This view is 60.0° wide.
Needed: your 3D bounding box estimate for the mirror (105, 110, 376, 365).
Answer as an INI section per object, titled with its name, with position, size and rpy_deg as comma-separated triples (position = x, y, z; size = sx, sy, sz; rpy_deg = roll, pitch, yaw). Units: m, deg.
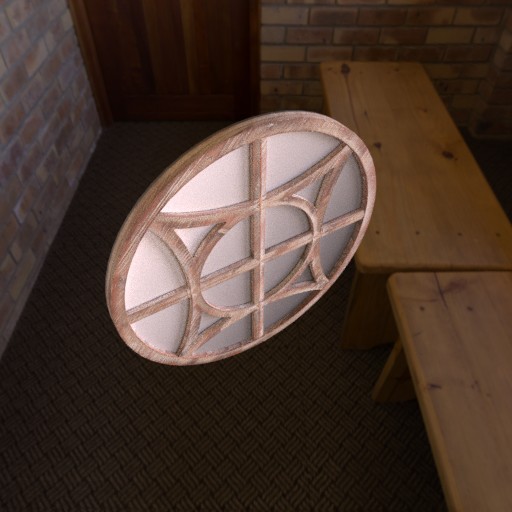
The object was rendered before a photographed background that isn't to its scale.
[mirror]
position = 0.000, 0.000, 1.063
size = 0.710, 0.710, 0.038
rpy_deg = -24, 51, -22
